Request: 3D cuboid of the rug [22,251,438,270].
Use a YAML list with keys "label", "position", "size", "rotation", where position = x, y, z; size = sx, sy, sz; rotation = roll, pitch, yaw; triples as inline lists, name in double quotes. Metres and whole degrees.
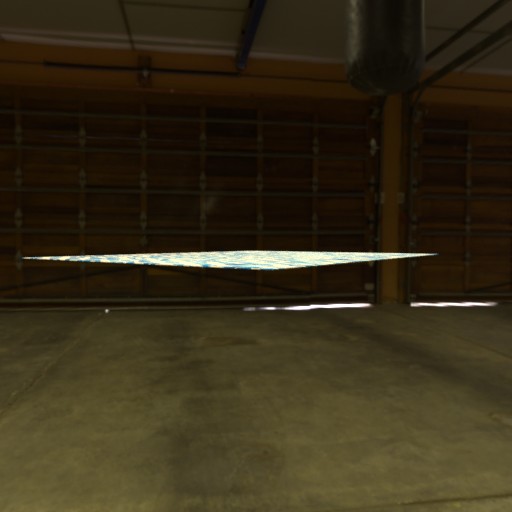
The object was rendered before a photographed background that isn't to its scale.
- label: "rug"
  position: [0.000, 0.000, 4.029]
  size: [2.435, 0.007, 3.007]
  rotation: [1, 2, 37]
